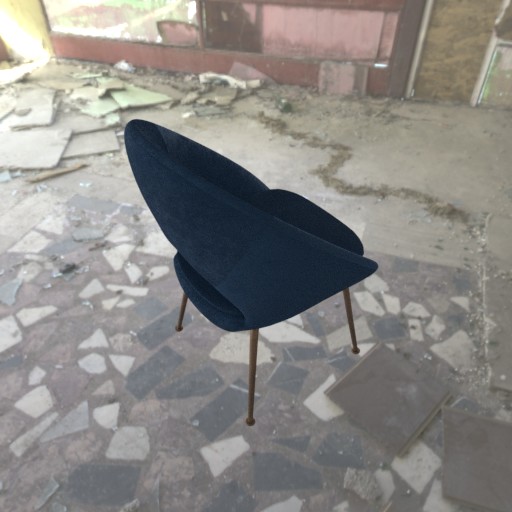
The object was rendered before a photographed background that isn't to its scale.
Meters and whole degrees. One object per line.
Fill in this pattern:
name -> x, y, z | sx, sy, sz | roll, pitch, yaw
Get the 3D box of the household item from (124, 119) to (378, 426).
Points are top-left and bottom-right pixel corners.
household item -> 0.000, 0.000, 1.272 | 0.573, 0.852, 0.623 | -25, 47, -26
